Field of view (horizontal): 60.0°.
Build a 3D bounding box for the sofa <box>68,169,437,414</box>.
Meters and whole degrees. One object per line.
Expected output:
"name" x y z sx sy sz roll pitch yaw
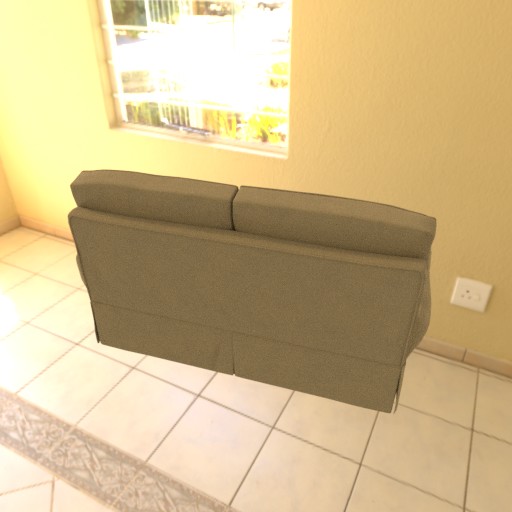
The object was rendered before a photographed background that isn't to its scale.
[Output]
"sofa" 0.000 0.000 2.422 1.823 1.024 0.841 9 33 15
